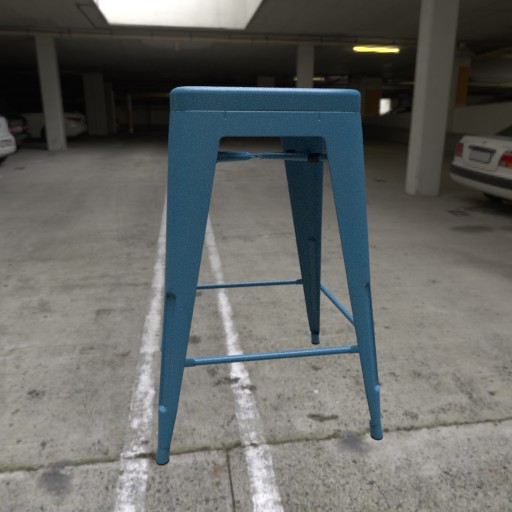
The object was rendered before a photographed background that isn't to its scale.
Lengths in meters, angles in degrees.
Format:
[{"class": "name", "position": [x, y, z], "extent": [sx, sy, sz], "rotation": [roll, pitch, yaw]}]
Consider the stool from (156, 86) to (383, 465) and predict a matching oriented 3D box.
[{"class": "stool", "position": [0.000, 0.000, 0.891], "extent": [0.410, 0.608, 0.410], "rotation": [-3, 15, -9]}]
